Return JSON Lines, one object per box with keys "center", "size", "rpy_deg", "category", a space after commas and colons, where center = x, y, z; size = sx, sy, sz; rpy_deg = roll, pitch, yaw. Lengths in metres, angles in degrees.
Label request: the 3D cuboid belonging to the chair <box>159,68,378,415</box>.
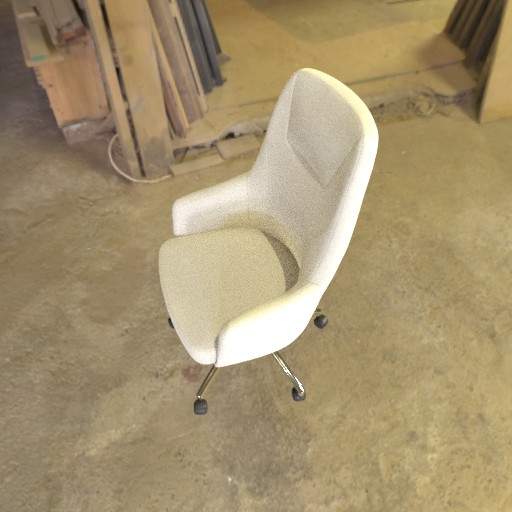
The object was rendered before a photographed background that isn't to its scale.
{"center": [0.000, 0.000, 1.466], "size": [0.640, 1.049, 0.620], "rpy_deg": [-15, 49, -14], "category": "chair"}
